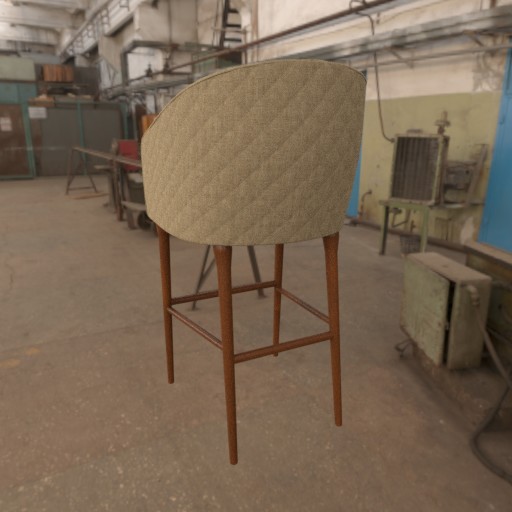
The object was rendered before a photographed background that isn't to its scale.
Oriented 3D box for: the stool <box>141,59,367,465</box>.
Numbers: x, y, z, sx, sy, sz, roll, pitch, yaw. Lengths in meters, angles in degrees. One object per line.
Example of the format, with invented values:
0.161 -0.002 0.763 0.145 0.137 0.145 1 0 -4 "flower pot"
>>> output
0.000 0.000 1.404 0.559 1.078 0.607 -8 18 -26 "stool"
